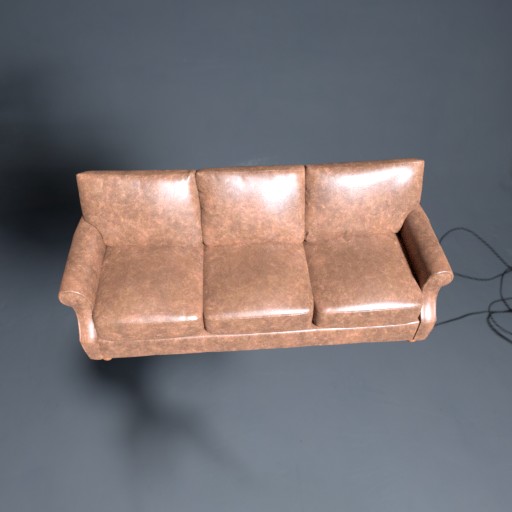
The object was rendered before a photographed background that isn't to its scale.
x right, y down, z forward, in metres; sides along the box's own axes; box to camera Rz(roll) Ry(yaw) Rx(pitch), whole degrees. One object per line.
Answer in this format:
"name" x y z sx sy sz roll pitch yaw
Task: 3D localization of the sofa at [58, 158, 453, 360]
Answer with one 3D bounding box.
"sofa" 0.000 0.000 2.899 2.351 0.977 0.973 -3 47 -3
